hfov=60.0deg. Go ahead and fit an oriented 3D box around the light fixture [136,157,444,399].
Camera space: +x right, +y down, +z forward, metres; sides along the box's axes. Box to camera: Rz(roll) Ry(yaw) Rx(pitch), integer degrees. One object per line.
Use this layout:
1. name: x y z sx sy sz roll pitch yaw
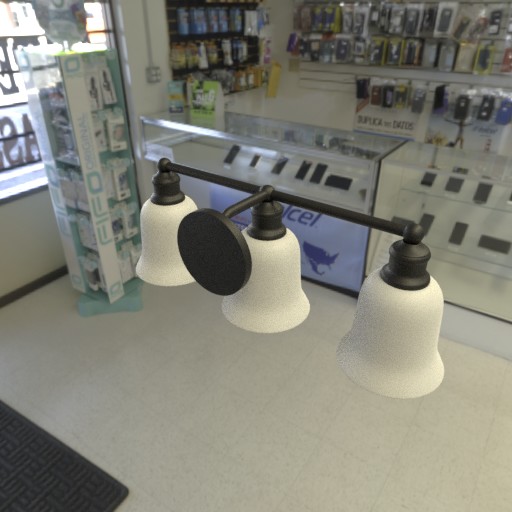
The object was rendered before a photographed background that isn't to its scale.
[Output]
1. light fixture: 0.000 0.000 0.661 0.570 0.211 0.198 20 35 32
